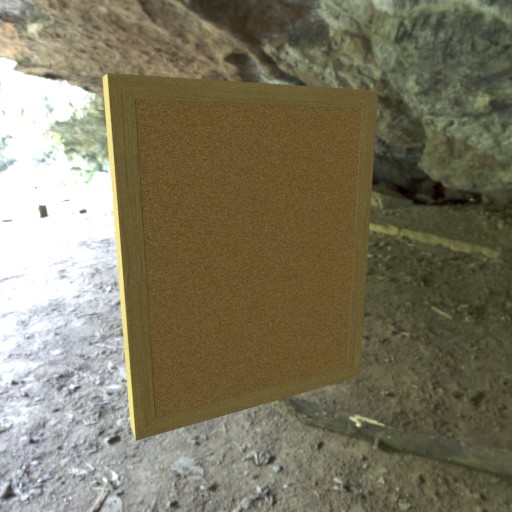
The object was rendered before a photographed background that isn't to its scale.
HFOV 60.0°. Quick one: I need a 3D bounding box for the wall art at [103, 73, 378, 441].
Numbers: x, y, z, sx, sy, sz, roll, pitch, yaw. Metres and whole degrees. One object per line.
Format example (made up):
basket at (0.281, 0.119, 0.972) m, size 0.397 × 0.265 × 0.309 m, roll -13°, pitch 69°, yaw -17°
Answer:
wall art at (0.000, 0.000, 0.523) m, size 0.312 × 0.380 × 0.030 m, roll -7°, pitch 16°, yaw -26°
